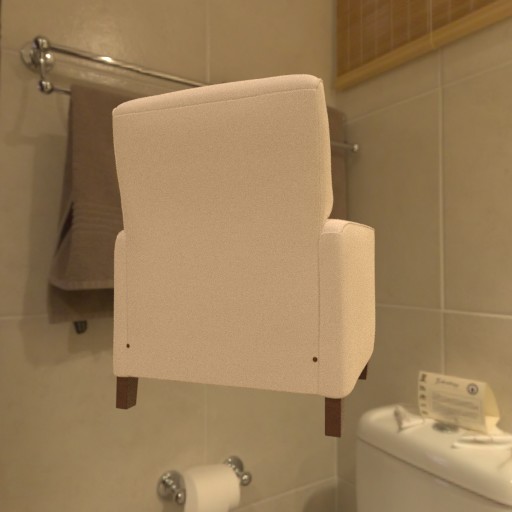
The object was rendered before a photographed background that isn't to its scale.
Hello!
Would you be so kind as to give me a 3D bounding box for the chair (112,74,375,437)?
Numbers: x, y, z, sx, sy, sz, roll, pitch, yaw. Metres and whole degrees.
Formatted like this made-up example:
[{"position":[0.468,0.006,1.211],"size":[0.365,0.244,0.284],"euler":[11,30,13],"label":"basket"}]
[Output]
[{"position":[0.000,0.000,1.682],"size":[0.841,1.028,0.858],"euler":[0,-1,20],"label":"chair"}]
